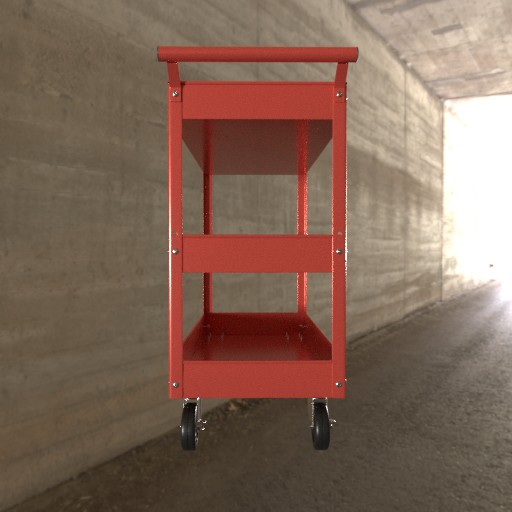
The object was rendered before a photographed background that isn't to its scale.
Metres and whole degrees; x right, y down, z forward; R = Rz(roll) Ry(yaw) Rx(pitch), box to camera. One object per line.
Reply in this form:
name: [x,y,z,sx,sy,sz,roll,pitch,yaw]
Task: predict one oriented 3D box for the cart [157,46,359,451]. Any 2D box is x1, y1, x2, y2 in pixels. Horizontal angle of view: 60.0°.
cart: [0.000,0.000,1.168,0.366,0.780,0.719,0,1,-1]
